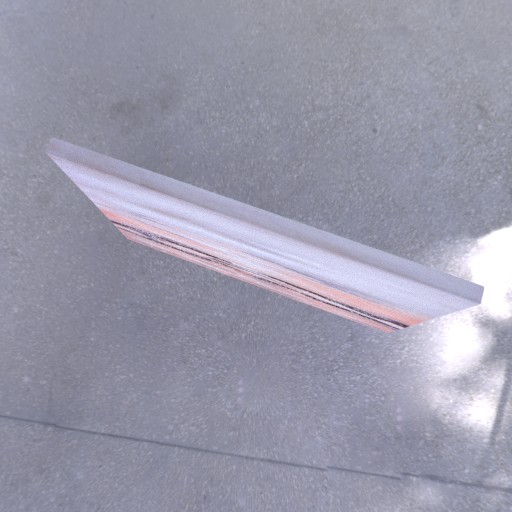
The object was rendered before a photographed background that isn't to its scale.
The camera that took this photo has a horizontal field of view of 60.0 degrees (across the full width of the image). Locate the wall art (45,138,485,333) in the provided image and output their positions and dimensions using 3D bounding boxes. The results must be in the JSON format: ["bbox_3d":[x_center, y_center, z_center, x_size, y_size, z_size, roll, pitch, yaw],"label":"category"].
[{"bbox_3d":[0.000,0.000,1.168,0.913,0.609,0.038,20,76,5],"label":"wall art"}]
